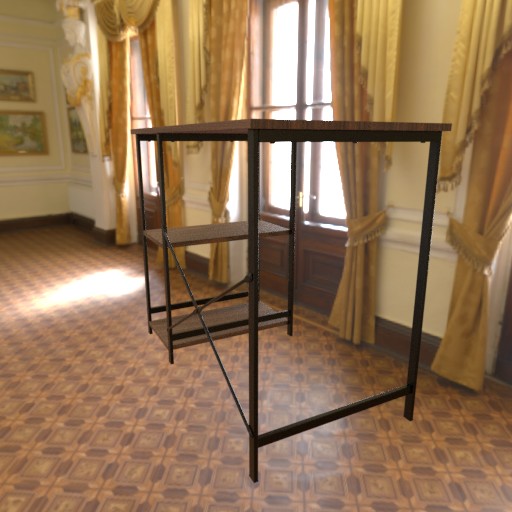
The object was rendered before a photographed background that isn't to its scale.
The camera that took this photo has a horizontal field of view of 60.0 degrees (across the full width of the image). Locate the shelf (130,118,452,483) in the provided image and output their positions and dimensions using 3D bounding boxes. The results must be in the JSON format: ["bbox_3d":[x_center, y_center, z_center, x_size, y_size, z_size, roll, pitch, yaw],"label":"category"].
[{"bbox_3d":[0.000,0.000,1.341,0.498,0.750,0.902,-8,17,-27],"label":"shelf"}]
